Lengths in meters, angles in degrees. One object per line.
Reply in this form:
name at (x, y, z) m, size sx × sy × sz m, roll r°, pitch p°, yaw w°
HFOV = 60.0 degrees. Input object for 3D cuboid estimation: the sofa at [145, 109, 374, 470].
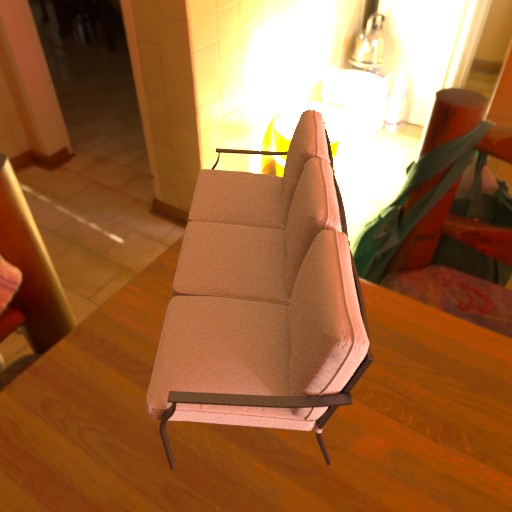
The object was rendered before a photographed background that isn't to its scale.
sofa at (0.000, 0.000, 2.202) m, size 0.787 × 0.860 × 1.740 m, roll 1°, pitch 42°, yaw 1°
